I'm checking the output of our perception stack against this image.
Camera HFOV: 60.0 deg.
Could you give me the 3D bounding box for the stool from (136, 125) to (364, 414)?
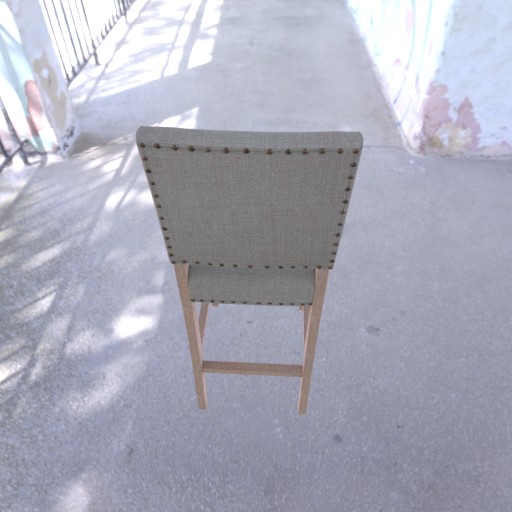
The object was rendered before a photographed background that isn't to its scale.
[{"bbox_3d":[0.000,0.000,1.437,0.445,1.173,0.585,2,45,2],"label":"stool"}]
